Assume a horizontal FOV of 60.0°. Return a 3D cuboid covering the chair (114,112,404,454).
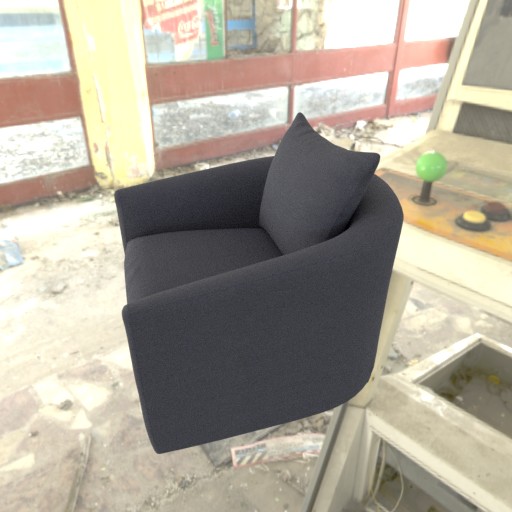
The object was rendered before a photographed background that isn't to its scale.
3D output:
[{"bbox_3d":[0.000,0.000,1.567,0.910,0.848,0.845,-9,31,-14],"label":"chair"}]
